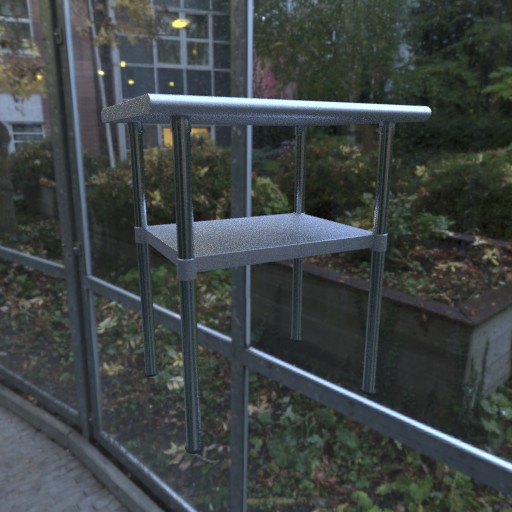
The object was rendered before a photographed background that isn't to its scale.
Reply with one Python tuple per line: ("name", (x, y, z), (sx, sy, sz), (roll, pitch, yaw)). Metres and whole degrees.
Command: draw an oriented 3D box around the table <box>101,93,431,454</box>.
("table", (0.000, 0.000, 1.381), (0.762, 0.876, 0.584), (-8, 17, -27))
